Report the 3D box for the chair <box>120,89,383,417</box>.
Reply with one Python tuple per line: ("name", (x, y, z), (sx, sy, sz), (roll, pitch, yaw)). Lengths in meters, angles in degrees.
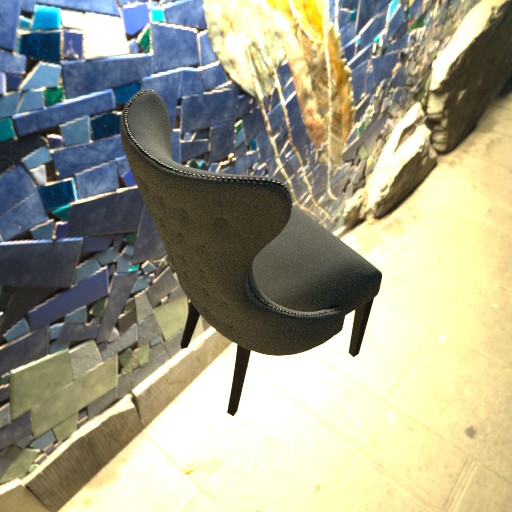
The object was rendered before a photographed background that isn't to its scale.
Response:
("chair", (0.000, 0.000, 1.401), (0.635, 0.967, 0.628), (-26, 48, -26))
